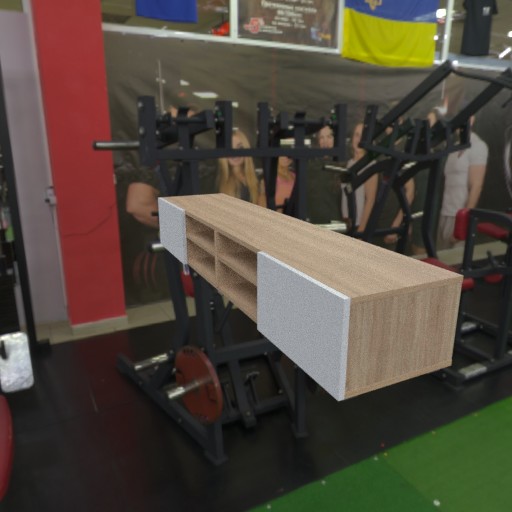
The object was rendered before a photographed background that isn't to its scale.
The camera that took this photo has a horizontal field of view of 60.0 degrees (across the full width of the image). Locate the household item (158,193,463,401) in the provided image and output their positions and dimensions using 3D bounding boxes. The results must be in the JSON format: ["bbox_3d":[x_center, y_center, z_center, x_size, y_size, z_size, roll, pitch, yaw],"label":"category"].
[{"bbox_3d":[0.000,0.000,2.024,0.420,0.310,1.850,-8,18,-25],"label":"household item"}]
